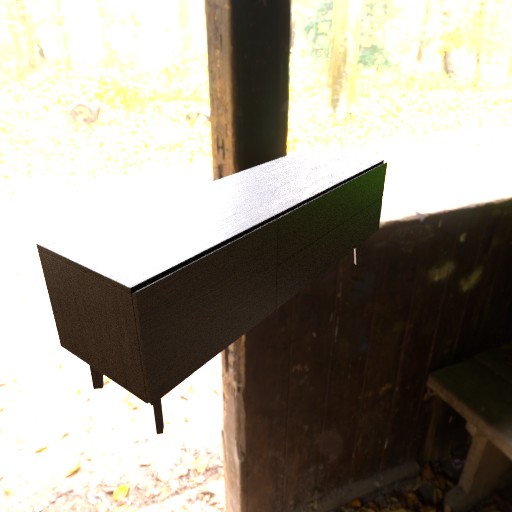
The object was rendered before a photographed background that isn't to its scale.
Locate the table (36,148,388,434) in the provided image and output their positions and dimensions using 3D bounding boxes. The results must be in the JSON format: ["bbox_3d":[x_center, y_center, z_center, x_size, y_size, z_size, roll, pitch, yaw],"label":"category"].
[{"bbox_3d":[0.000,0.000,1.672,0.405,0.508,1.397,18,32,33],"label":"table"}]
